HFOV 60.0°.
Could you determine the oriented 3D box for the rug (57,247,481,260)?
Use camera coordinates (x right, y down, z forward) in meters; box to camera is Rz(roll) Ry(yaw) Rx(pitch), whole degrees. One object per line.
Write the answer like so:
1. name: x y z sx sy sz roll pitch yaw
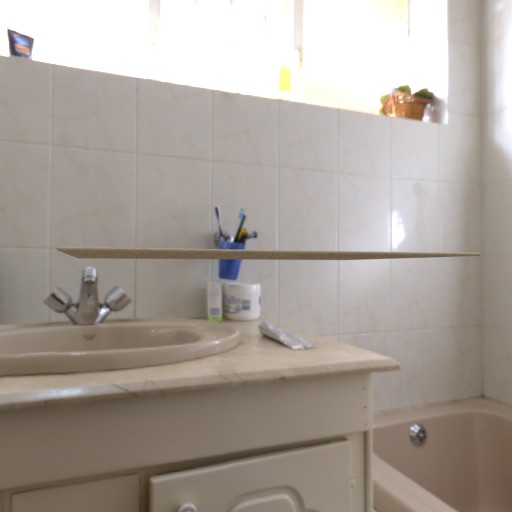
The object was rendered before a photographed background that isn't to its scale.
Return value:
1. rug: 0.000 0.000 2.374 1.848 0.014 1.238 1 -2 -19
